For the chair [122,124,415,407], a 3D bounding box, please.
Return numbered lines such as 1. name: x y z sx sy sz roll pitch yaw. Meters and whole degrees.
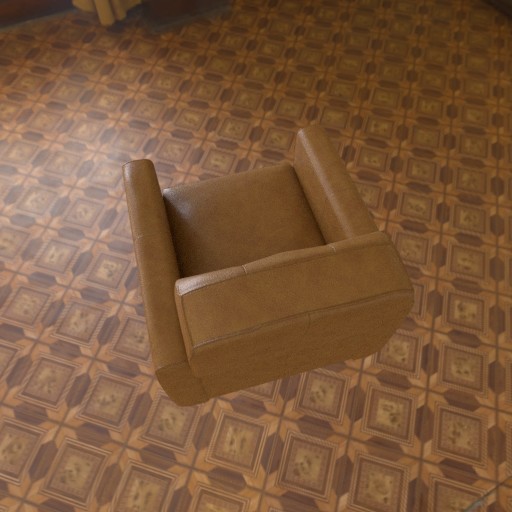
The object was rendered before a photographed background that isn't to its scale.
1. chair: 0.000 0.000 1.659 0.845 0.968 0.942 -13 60 -8
